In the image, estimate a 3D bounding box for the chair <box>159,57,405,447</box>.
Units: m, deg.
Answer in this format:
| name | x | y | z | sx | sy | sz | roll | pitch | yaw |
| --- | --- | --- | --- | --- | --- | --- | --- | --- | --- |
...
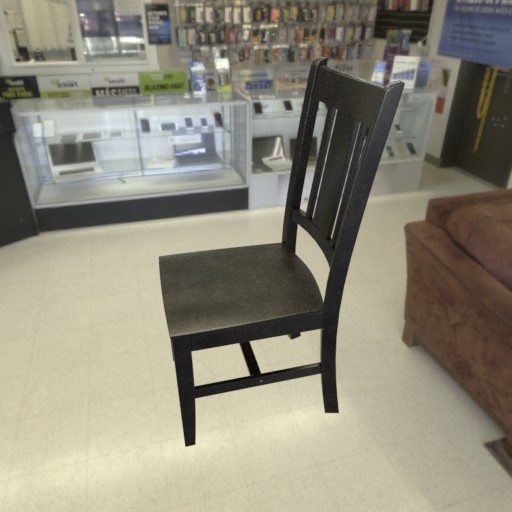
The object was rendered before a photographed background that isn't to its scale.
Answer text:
| name | x | y | z | sx | sy | sz | roll | pitch | yaw |
| --- | --- | --- | --- | --- | --- | --- | --- | --- | --- |
| chair | 0.000 | 0.000 | 1.283 | 0.555 | 0.998 | 0.450 | -8 | 31 | -13 |
